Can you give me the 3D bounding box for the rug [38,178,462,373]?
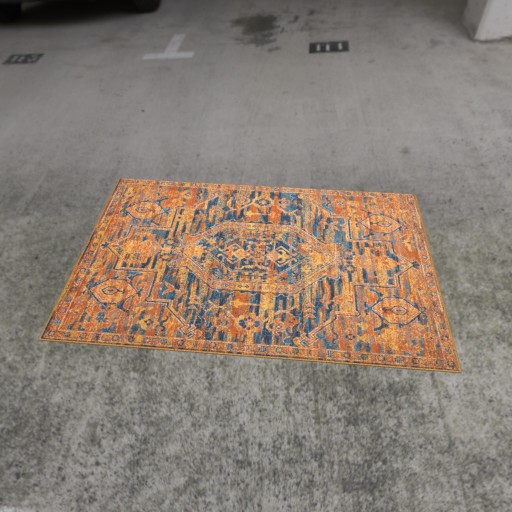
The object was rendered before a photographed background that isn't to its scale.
[{"bbox_3d":[0.000,0.000,2.223,1.758,0.013,1.148,4,46,3],"label":"rug"}]
